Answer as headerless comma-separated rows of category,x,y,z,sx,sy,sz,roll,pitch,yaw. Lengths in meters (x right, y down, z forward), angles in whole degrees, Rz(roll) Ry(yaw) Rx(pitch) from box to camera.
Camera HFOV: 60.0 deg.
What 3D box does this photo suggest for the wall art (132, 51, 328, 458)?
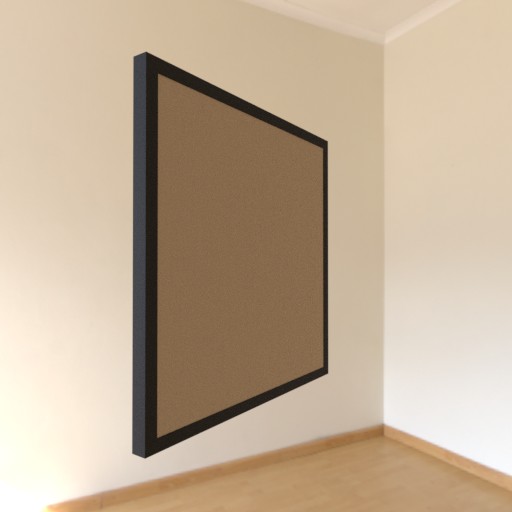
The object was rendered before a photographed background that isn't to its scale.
wall art,0.000,0.000,0.460,0.015,0.304,0.306,0,-1,35
